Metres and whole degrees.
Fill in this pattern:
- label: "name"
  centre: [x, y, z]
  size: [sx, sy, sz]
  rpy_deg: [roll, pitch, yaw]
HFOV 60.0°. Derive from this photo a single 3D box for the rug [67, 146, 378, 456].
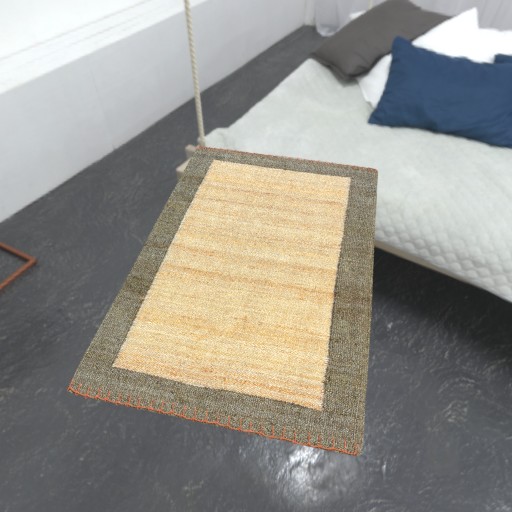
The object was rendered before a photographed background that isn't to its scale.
- label: "rug"
  centre: [0.000, 0.000, 2.340]
  size: [1.220, 0.019, 1.838]
  rpy_deg: [9, 48, 8]
